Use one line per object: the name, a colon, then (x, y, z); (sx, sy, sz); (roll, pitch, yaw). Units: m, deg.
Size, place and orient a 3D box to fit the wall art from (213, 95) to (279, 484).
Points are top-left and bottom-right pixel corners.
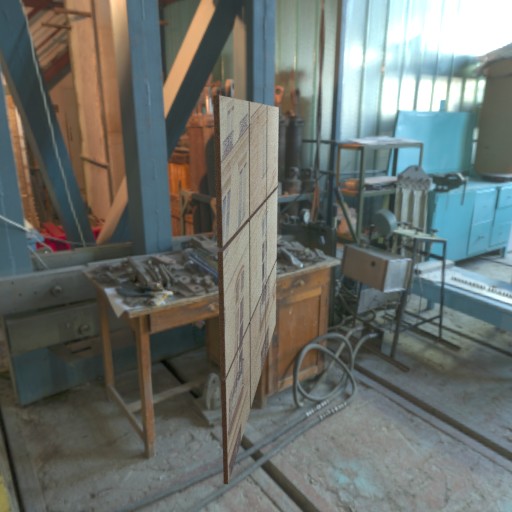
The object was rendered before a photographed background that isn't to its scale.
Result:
wall art: (0.000, 0.000, 1.870); (0.024, 1.218, 1.221); (3, 17, 9)
